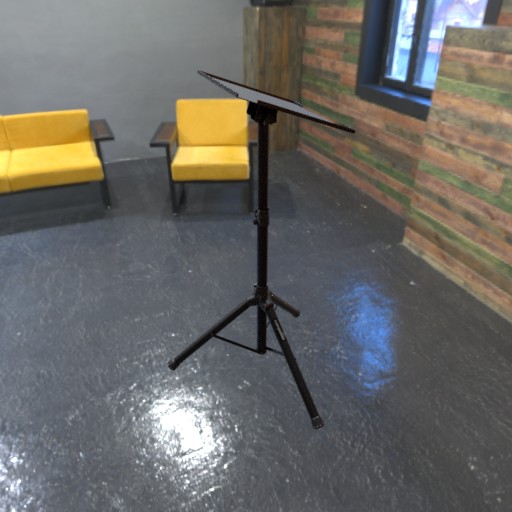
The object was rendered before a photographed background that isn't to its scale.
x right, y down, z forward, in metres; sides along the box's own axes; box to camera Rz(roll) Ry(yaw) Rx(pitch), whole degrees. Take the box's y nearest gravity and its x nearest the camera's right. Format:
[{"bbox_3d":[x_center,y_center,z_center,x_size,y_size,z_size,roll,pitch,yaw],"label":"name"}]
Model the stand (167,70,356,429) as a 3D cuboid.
[{"bbox_3d":[0.000,0.000,1.610,0.702,1.198,0.702,-10,32,-17],"label":"stand"}]
